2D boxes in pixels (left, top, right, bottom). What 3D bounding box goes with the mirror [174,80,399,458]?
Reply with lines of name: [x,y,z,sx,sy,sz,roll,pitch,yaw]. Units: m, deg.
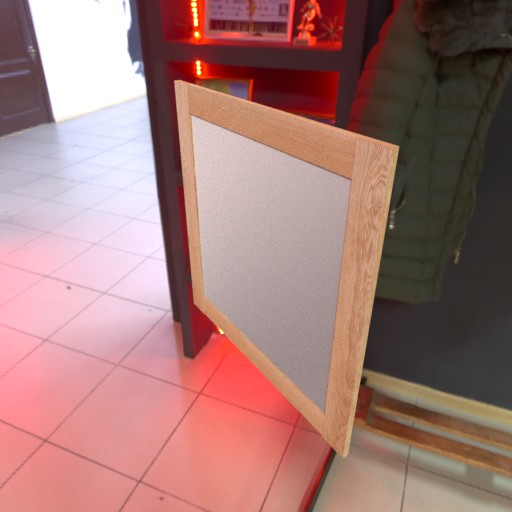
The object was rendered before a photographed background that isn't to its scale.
mirror: [0.000,0.000,1.210,0.020,0.800,0.800,-20,36,-30]
